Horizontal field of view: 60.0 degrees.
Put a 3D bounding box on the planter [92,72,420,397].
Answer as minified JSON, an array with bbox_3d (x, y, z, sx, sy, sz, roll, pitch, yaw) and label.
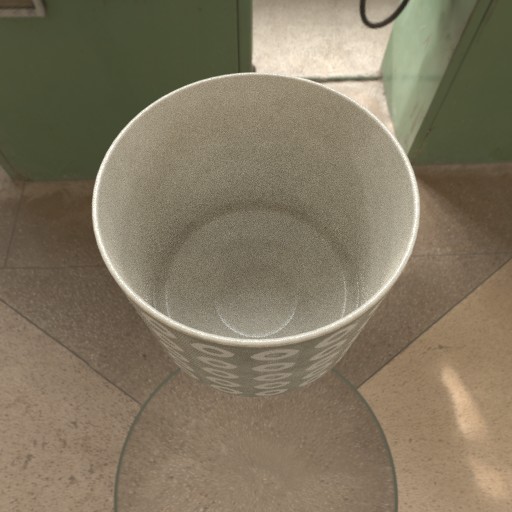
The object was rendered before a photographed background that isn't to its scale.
[{"bbox_3d":[0.000,0.000,0.340,0.190,0.181,0.190,0,63,0],"label":"planter"}]
